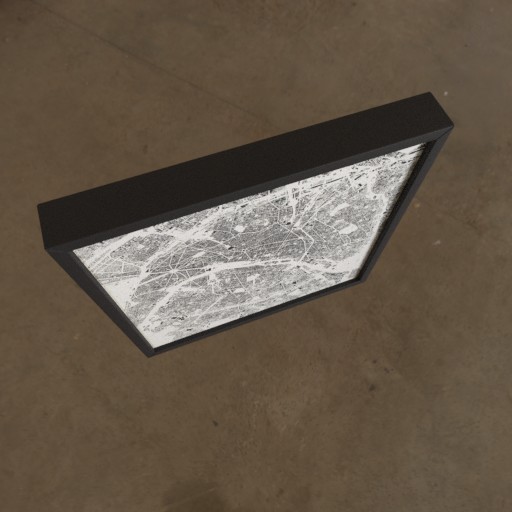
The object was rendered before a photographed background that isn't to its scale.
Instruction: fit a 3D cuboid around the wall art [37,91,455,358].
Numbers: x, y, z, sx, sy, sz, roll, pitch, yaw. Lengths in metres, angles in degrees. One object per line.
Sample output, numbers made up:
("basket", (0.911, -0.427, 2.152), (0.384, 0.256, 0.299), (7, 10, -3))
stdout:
("wall art", (0.000, 0.000, 0.453), (0.305, 0.305, 0.037), (-18, 65, -9))
